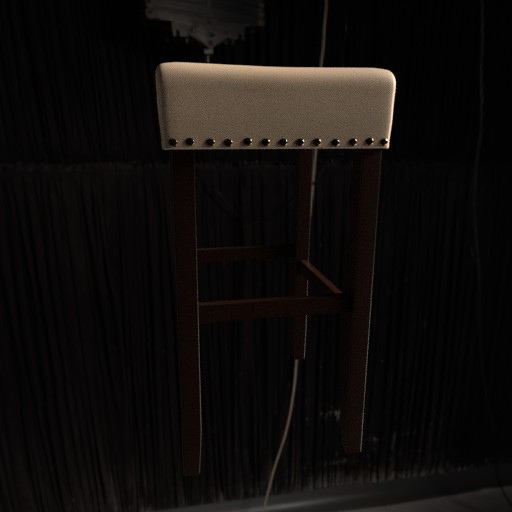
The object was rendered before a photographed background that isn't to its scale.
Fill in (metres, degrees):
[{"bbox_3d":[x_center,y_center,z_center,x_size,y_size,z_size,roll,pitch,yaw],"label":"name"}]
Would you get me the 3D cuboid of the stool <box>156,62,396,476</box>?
[{"bbox_3d":[0.000,0.000,1.021,0.401,0.762,0.471,-3,15,-10],"label":"stool"}]
